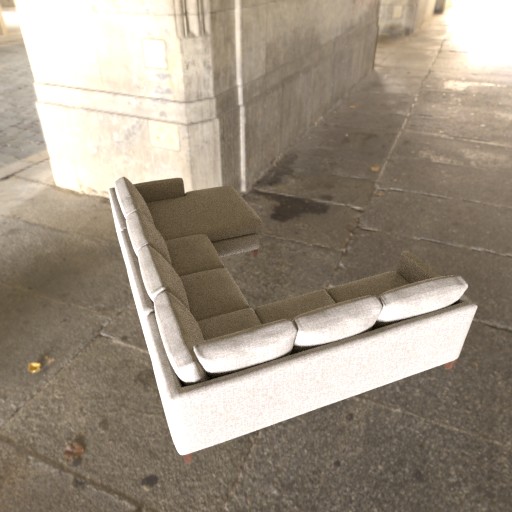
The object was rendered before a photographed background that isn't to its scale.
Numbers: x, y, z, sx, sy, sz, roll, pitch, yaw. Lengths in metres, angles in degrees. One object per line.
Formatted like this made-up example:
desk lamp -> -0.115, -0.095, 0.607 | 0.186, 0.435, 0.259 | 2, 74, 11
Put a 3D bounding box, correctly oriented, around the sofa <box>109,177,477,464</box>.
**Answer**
sofa -> 0.000, 0.000, 4.676 | 2.593, 0.959, 3.460 | -13, 36, -18
